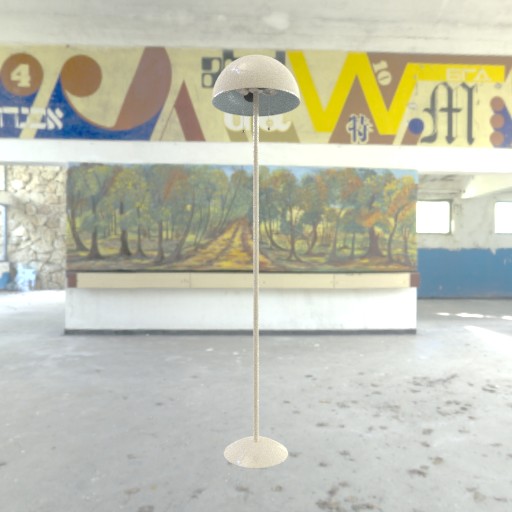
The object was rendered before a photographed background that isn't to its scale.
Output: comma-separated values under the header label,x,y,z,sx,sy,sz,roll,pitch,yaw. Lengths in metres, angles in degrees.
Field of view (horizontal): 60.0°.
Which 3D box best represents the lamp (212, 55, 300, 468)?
label,x,y,z,sx,sy,sz,roll,pitch,yaw
lamp,0.000,0.000,1.655,0.328,1.480,0.328,0,1,-1
